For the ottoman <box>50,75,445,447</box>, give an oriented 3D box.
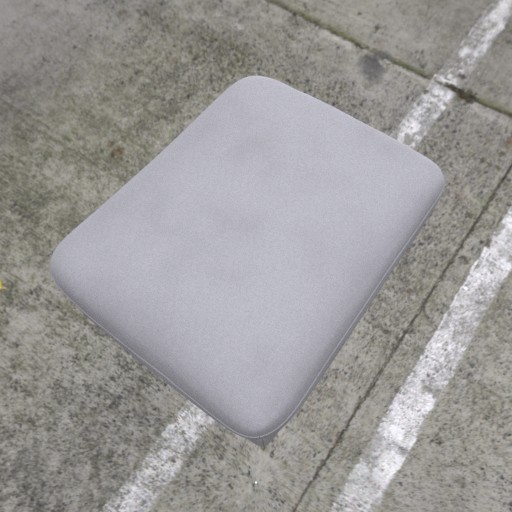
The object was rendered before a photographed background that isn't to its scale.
[{"bbox_3d":[0.000,0.000,1.110,0.593,0.478,0.747,33,68,16],"label":"ottoman"}]
